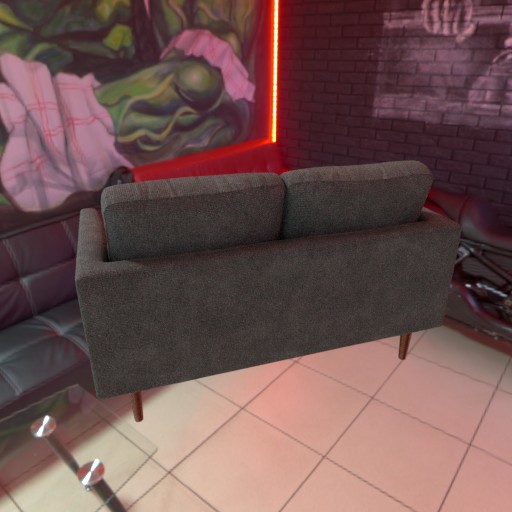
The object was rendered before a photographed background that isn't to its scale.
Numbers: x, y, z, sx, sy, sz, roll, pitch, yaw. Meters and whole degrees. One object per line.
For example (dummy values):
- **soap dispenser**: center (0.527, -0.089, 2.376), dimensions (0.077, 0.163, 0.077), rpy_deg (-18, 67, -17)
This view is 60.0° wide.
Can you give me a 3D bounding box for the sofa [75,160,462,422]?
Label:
- **sofa**: center (0.000, 0.000, 2.121), dimensions (1.582, 0.956, 0.903), rpy_deg (-8, 26, -17)
